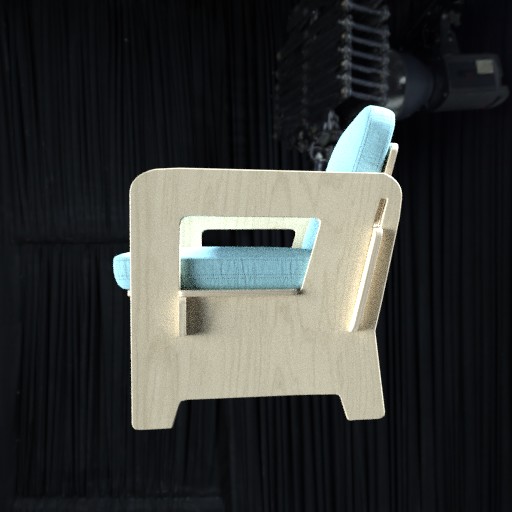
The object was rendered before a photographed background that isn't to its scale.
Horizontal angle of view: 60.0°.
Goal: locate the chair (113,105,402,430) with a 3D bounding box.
[{"bbox_3d":[0.000,0.000,1.297,0.710,0.800,0.590,0,0,-2],"label":"chair"}]
